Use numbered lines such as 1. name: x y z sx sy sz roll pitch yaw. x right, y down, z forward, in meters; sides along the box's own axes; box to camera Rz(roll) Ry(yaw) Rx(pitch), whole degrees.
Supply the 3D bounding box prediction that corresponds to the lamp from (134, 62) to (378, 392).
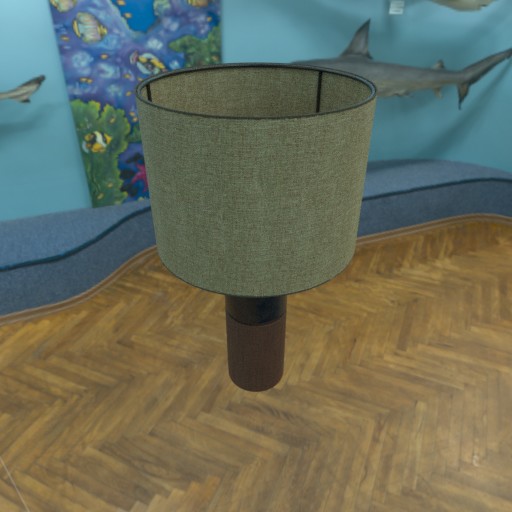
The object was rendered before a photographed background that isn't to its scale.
1. lamp: 0.000 0.000 0.472 0.202 0.350 0.202 0 33 0
